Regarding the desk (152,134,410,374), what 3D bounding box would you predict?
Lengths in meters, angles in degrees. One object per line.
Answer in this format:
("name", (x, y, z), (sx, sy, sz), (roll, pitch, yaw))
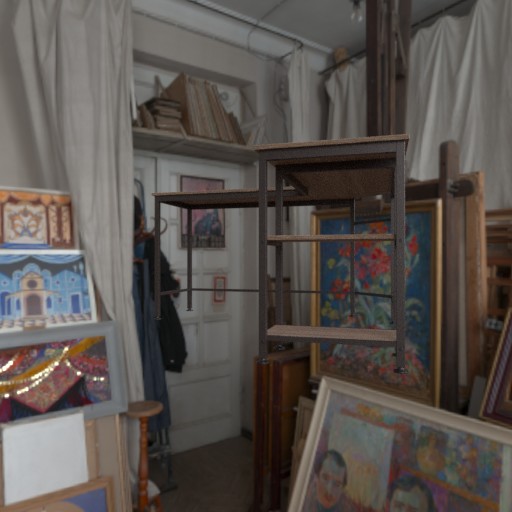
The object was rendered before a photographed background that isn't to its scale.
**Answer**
("desk", (0.000, 0.000, 2.213), (1.379, 0.739, 1.379), (0, 0, 16))
